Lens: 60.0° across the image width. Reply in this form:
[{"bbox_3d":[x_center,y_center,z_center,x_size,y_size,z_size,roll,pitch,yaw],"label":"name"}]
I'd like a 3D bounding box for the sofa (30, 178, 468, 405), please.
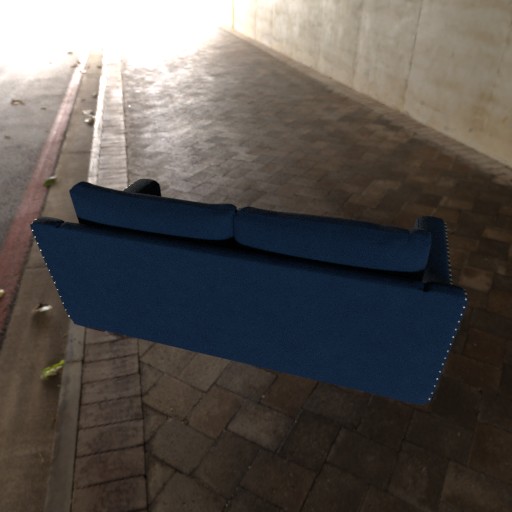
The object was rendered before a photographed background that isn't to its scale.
[{"bbox_3d":[0.000,0.000,2.630,2.107,0.983,1.104,10,34,15],"label":"sofa"}]
